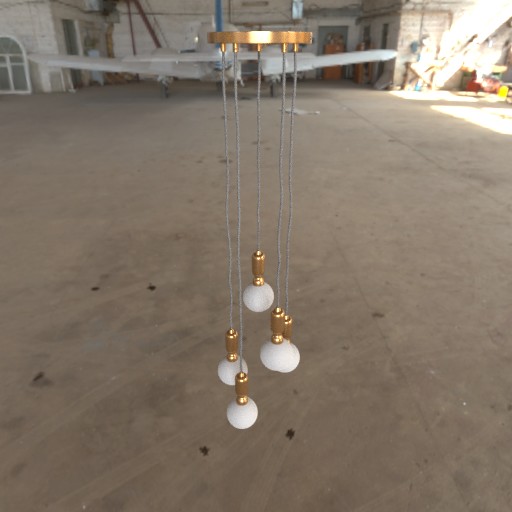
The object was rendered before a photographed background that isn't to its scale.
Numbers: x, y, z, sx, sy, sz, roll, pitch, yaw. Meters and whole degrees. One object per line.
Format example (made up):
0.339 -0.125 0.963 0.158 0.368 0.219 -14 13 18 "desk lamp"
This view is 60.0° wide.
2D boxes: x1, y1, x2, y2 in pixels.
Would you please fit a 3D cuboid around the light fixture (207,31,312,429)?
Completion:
0.000 0.000 0.507 0.105 0.457 0.108 8 27 16 "light fixture"
